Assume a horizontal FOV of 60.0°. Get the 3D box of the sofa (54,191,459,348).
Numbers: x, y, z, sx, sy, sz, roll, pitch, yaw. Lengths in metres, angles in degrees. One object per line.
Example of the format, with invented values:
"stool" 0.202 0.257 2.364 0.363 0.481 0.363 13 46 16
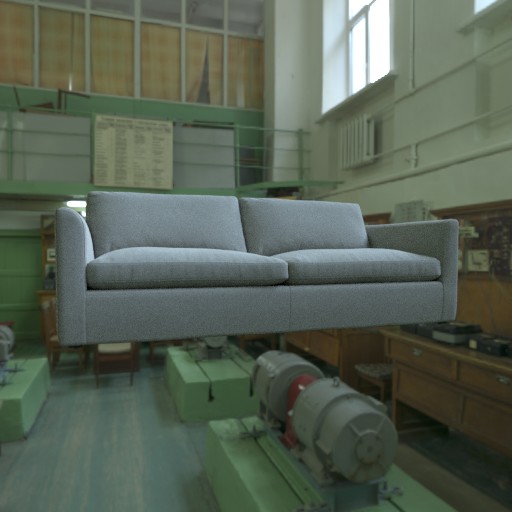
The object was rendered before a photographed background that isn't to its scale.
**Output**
"sofa" 0.000 0.000 2.812 2.588 0.838 1.090 0 0 -19
